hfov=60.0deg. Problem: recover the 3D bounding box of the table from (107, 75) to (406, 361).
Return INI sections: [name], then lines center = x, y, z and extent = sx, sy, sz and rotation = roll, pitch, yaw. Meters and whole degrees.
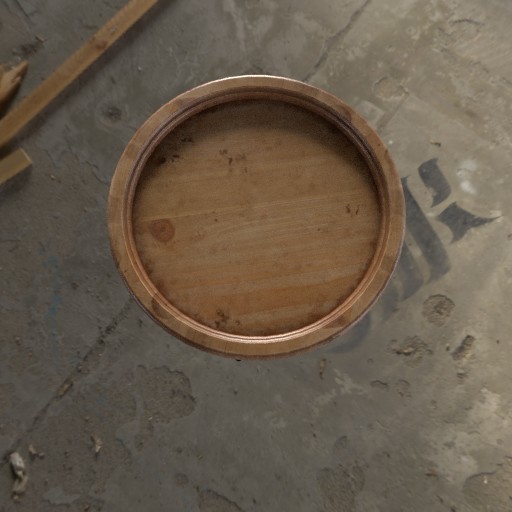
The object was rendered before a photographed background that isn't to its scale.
[table]
center = 0.000, 0.000, 0.927
extent = 0.414, 0.664, 0.418
rotation = -33, 79, -7
